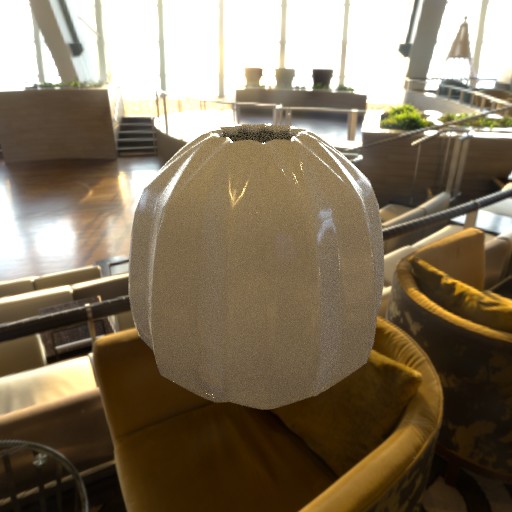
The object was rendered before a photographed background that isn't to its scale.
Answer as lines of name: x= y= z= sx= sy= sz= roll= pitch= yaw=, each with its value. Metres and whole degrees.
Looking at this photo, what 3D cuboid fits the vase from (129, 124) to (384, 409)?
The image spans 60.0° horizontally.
vase: x=0.000 y=0.000 z=0.244 sx=0.139 sy=0.134 sz=0.139 roll=0 pitch=26 yaw=0
